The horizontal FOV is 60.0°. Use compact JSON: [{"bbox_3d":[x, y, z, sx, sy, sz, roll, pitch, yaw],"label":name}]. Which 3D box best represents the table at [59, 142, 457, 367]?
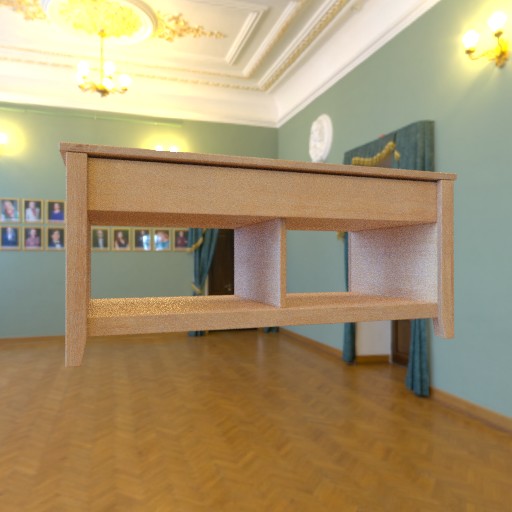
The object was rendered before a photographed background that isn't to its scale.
[{"bbox_3d":[0.000,0.000,1.291,1.016,0.457,0.483,0,0,-20],"label":"table"}]
